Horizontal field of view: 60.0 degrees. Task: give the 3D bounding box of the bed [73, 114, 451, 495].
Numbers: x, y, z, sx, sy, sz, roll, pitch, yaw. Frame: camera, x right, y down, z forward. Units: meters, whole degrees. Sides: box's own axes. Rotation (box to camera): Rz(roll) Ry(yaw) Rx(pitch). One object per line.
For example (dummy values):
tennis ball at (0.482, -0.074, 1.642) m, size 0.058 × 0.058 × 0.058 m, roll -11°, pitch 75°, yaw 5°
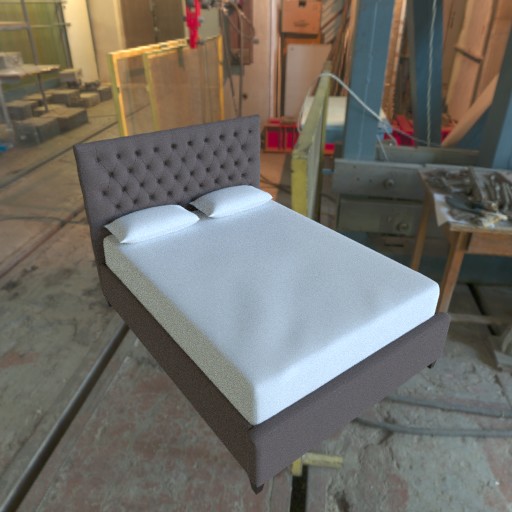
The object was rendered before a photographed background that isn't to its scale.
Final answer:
bed at (0.000, 0.000, 3.216) m, size 1.696 × 1.426 × 2.233 m, roll -20°, pitch 36°, yaw -31°
